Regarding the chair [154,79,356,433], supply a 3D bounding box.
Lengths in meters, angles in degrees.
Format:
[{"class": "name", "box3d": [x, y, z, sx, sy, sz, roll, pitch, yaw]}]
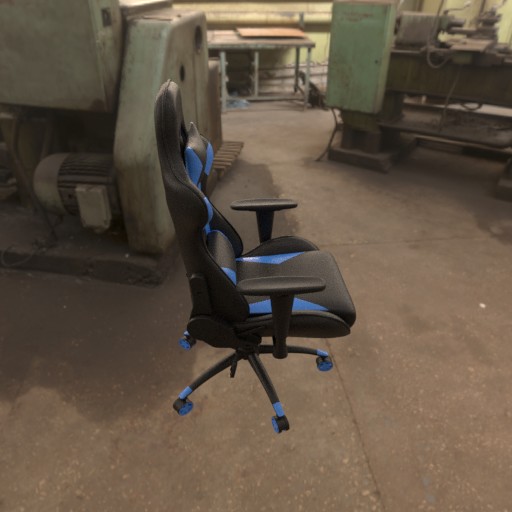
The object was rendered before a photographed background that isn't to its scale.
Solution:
[{"class": "chair", "box3d": [0.000, 0.000, 1.713, 0.730, 1.282, 0.695, -2, 33, -4]}]
